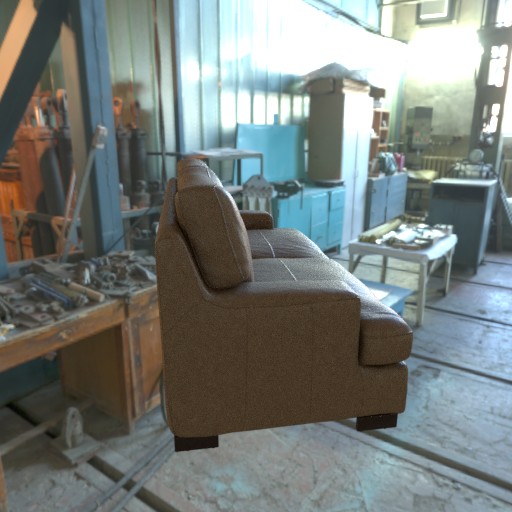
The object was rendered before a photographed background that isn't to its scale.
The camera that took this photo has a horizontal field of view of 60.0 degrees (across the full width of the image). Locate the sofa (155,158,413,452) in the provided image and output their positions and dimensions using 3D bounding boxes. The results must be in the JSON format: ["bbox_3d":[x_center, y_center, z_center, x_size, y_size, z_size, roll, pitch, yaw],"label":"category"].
[{"bbox_3d":[0.000,0.000,2.428,0.962,0.980,1.855,-3,16,-9],"label":"sofa"}]
